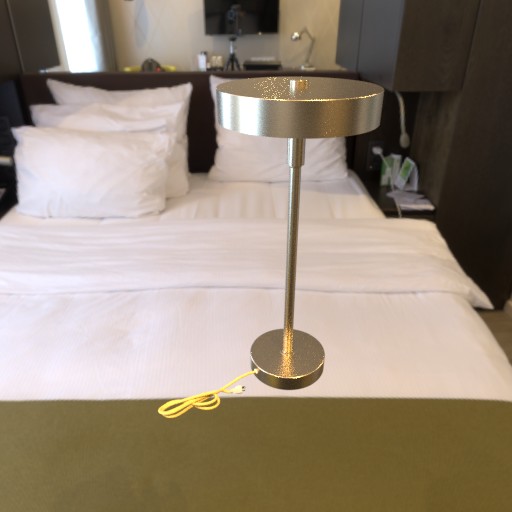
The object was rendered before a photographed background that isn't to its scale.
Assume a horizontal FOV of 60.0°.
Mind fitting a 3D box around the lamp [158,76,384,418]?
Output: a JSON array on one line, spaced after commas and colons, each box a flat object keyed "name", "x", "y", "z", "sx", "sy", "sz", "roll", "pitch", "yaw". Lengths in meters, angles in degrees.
[{"name": "lamp", "x": 0.000, "y": 0.000, "z": 0.694, "sx": 0.369, "sy": 0.508, "sz": 0.229, "roll": -17, "pitch": 33, "yaw": -29}]
